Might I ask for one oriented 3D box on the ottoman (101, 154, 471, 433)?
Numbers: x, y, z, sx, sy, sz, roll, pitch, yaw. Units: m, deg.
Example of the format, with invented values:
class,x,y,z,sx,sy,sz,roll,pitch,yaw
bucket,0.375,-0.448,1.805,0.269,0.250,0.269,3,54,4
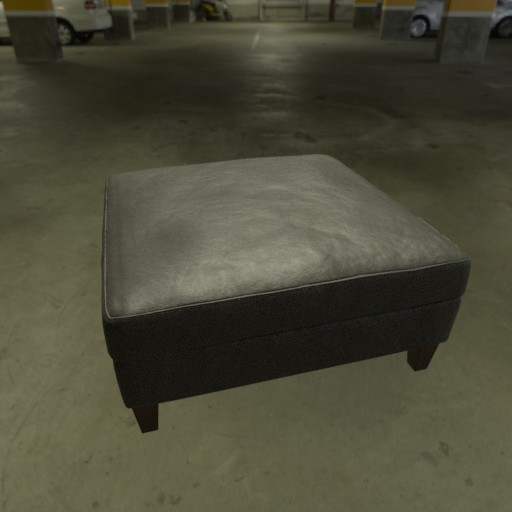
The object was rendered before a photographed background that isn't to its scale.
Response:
class,x,y,z,sx,sy,sz,roll,pitch,yaw
ottoman,0.000,0.000,1.324,0.844,0.415,0.836,-8,31,-14
